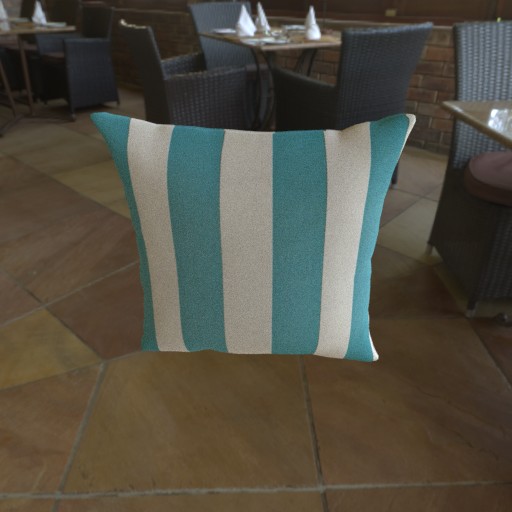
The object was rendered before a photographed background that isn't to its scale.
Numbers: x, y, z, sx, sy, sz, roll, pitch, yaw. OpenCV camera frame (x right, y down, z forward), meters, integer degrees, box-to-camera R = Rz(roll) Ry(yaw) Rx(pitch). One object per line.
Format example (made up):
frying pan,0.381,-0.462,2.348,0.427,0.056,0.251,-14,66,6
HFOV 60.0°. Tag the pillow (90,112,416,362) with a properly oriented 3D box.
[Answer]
pillow,0.000,0.000,0.837,0.536,0.526,0.189,1,32,1
